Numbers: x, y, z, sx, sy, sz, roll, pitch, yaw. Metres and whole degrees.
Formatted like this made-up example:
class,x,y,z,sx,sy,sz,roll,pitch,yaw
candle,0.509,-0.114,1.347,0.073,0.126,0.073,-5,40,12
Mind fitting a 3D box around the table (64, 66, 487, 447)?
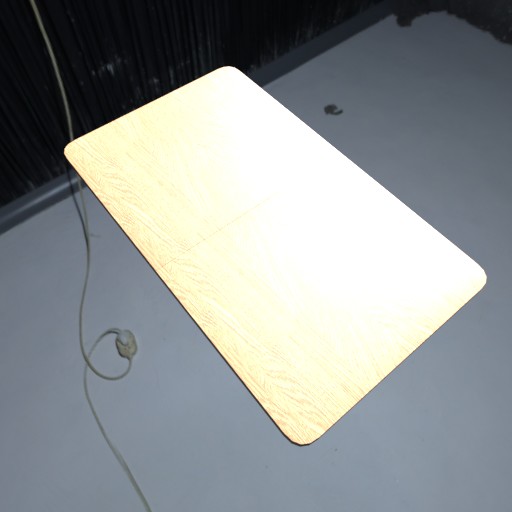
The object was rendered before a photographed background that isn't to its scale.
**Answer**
class,x,y,z,sx,sy,sz,roll,pitch,yaw
table,0.000,0.000,2.120,0.950,0.770,1.600,-35,65,-19
